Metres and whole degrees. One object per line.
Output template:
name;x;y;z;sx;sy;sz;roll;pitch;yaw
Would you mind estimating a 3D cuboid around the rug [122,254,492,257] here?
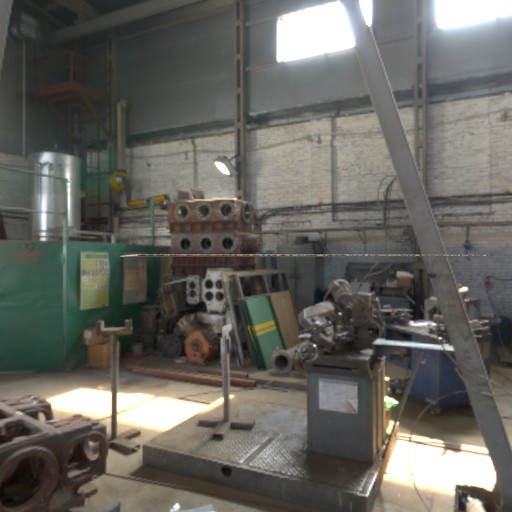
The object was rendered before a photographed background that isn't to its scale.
rug;0.000;0.000;4.323;2.464;0.010;3.327;0;0;-19
